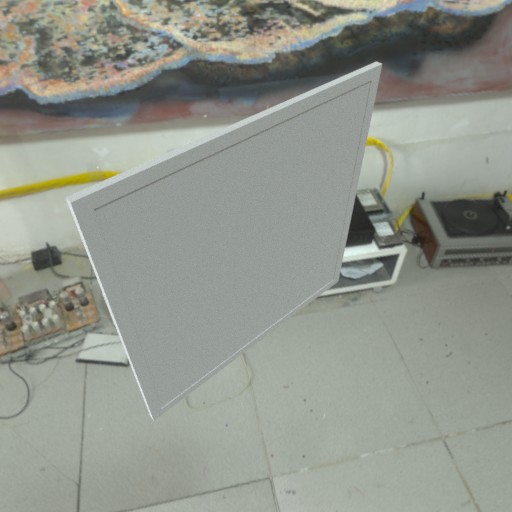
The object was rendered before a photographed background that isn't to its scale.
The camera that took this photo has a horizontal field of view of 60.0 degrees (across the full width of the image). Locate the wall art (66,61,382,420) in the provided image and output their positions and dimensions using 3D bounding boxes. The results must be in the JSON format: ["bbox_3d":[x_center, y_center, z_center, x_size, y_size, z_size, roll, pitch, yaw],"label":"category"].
[{"bbox_3d":[0.000,0.000,0.971,0.660,0.660,0.015,-32,54,-28],"label":"wall art"}]
